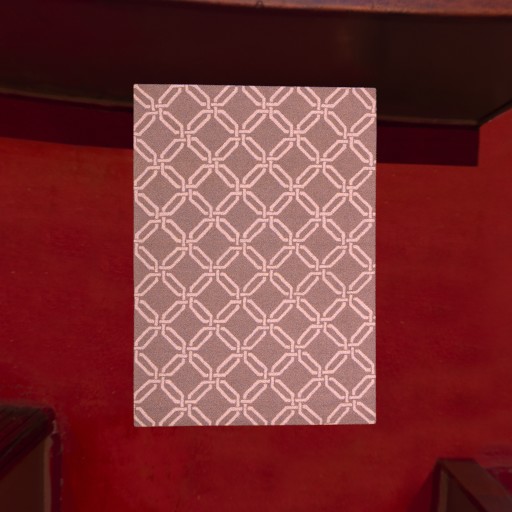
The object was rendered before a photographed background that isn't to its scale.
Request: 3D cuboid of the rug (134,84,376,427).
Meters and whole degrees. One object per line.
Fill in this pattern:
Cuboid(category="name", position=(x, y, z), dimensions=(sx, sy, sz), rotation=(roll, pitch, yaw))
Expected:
Cuboid(category="rug", position=(0.000, 0.000, 4.460), dimensions=(2.441, 0.020, 3.419), rotation=(0, 90, -2))
